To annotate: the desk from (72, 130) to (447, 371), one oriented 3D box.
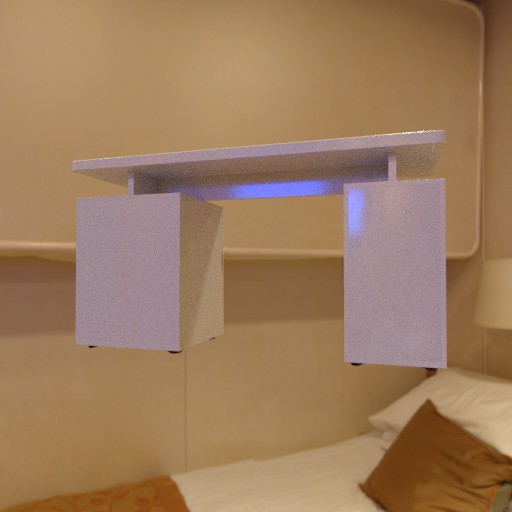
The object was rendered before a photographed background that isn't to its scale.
[{"bbox_3d":[0.000,0.000,1.828,1.400,0.762,0.550,0,-1,17],"label":"desk"}]
